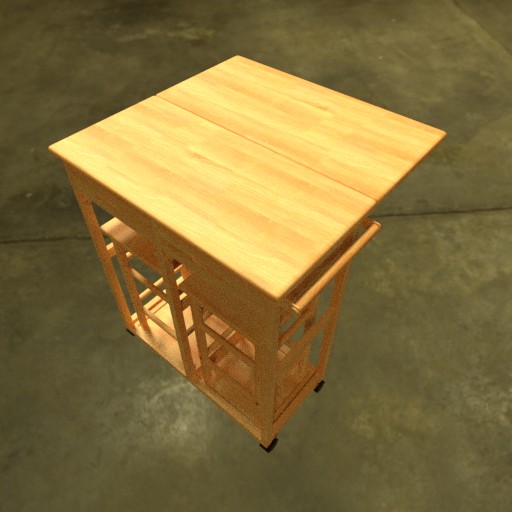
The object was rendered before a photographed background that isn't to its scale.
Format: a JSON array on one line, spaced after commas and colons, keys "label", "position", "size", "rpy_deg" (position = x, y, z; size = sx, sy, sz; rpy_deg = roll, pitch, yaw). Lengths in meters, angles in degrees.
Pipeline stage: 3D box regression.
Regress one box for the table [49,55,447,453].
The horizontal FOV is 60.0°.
[{"label": "table", "position": [0.000, 0.000, 1.397], "size": [0.752, 0.832, 0.693], "rpy_deg": [32, 55, 26]}]
